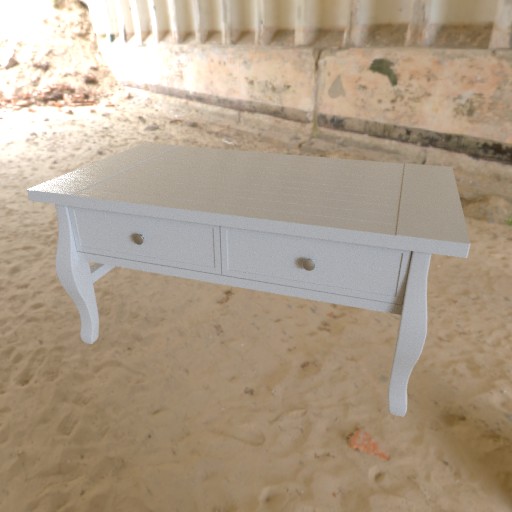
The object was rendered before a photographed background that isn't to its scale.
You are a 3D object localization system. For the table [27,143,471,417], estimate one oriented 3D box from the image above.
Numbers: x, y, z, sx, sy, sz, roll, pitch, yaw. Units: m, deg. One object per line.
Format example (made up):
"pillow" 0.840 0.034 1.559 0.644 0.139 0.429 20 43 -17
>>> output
"table" 0.000 0.000 1.359 1.062 0.495 0.600 8 28 16
